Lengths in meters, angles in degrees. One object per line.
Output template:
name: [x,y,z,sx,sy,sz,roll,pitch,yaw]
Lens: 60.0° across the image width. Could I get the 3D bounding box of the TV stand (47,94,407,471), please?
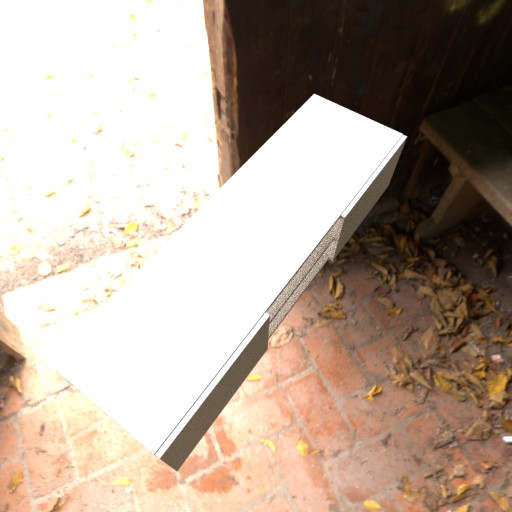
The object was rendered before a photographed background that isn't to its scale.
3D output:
TV stand: [0.000,0.000,1.597,0.420,0.310,1.400,32,63,18]
